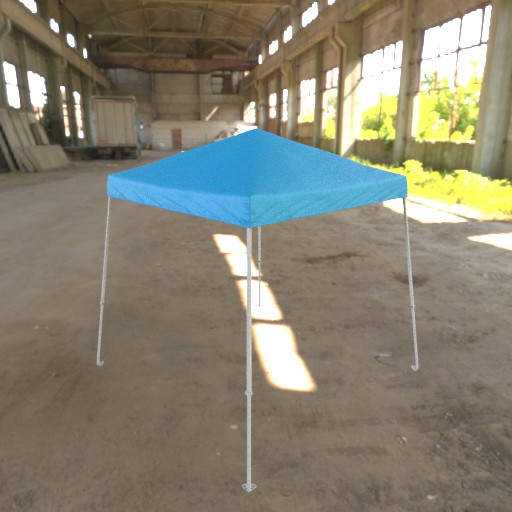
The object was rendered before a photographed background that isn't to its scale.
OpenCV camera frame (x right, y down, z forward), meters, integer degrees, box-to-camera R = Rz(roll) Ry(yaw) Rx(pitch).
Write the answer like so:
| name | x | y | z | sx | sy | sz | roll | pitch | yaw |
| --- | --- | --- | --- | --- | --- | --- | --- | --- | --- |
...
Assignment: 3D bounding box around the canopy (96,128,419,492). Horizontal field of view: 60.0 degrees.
| name | x | y | z | sx | sy | sz | roll | pitch | yaw |
| --- | --- | --- | --- | --- | --- | --- | --- | --- | --- |
| canopy | 0.000 | 0.000 | 6.500 | 3.600 | 3.600 | 3.599 | -14 | 21 | -41 |
